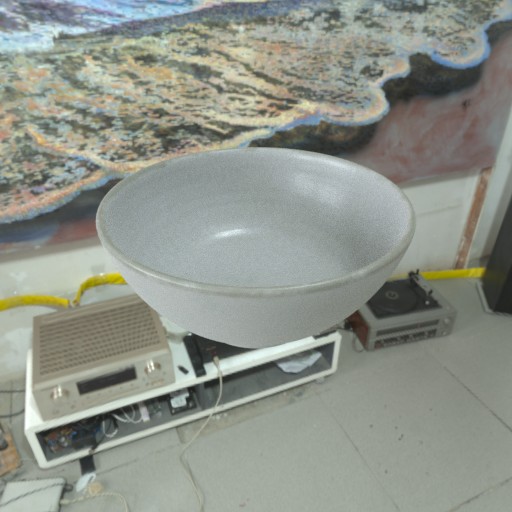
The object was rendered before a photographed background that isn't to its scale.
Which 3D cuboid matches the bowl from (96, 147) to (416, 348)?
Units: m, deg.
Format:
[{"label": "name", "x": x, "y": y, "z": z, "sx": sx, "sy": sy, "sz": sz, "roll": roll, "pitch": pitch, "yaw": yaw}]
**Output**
[{"label": "bowl", "x": 0.000, "y": 0.000, "z": 0.418, "sx": 0.268, "sy": 0.121, "sz": 0.268, "roll": 0, "pitch": 33, "yaw": 0}]
